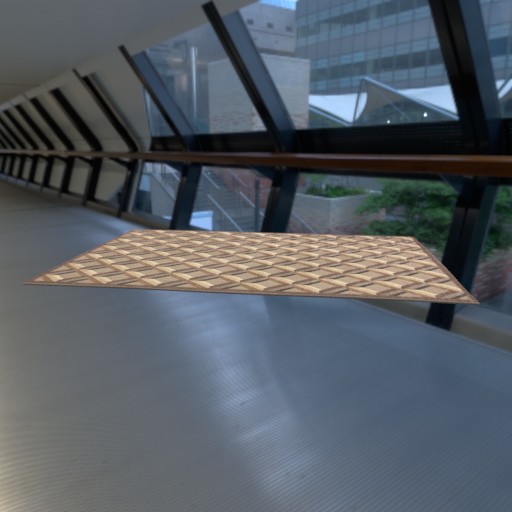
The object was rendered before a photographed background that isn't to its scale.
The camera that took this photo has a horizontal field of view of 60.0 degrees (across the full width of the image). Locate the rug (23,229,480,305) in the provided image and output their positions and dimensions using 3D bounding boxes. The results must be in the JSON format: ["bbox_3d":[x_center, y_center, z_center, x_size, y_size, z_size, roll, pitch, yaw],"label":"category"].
[{"bbox_3d":[0.000,0.000,2.113,1.677,0.011,1.066,2,15,7],"label":"rug"}]
